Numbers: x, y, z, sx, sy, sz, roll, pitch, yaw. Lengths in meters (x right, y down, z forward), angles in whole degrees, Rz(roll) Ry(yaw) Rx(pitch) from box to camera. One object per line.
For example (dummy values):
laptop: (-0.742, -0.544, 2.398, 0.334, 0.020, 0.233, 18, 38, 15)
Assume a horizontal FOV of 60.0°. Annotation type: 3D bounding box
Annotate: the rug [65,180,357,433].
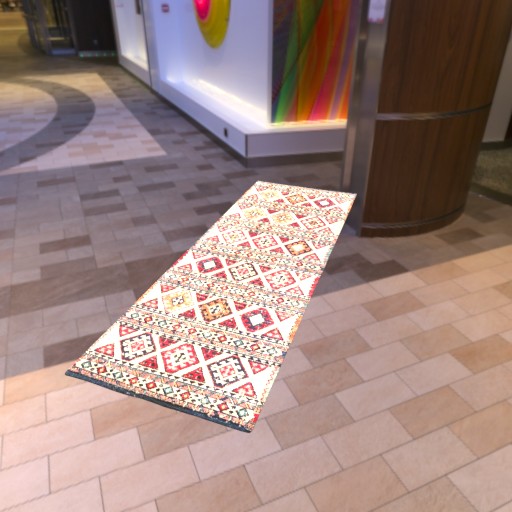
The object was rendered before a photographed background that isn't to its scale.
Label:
rug: (0.000, 0.000, 2.661, 0.832, 0.008, 2.362, 11, 32, 17)
